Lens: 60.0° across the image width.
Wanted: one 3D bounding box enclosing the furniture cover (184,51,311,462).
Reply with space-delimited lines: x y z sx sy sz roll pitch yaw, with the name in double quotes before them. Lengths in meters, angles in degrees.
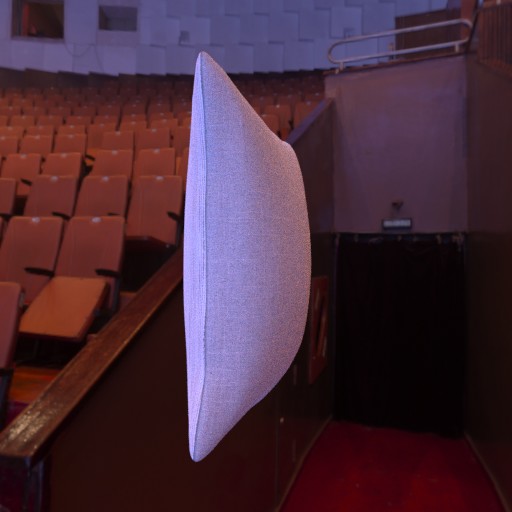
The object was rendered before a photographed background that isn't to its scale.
"furniture cover" 0.000 0.000 0.783 0.178 0.506 0.512 0 0 16
